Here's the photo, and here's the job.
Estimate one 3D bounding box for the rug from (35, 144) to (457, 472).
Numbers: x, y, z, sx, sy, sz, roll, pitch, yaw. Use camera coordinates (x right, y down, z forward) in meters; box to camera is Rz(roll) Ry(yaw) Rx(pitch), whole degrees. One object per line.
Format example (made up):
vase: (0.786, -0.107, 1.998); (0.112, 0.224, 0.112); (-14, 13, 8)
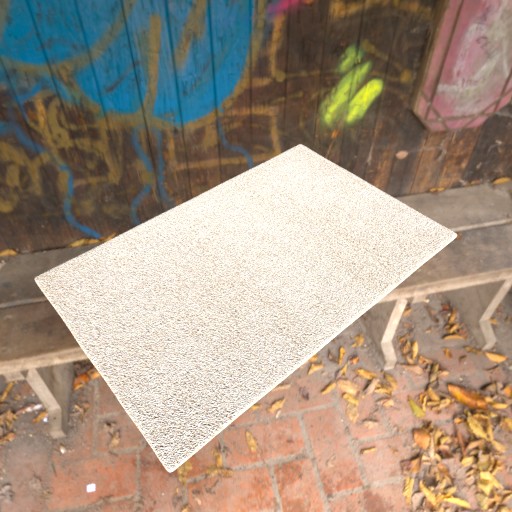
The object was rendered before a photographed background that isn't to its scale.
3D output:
rug: (0.000, 0.000, 3.387); (2.743, 0.030, 1.778); (-32, 54, -27)
